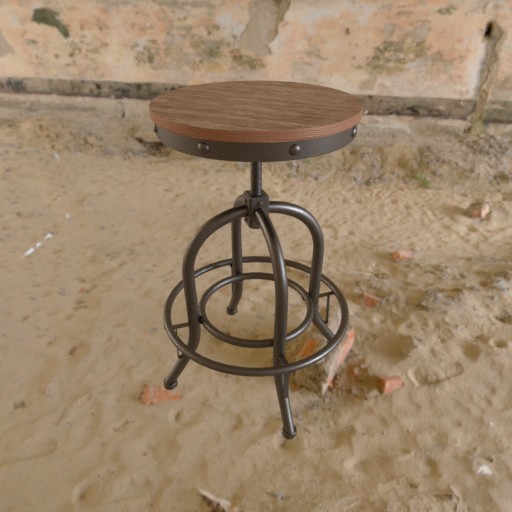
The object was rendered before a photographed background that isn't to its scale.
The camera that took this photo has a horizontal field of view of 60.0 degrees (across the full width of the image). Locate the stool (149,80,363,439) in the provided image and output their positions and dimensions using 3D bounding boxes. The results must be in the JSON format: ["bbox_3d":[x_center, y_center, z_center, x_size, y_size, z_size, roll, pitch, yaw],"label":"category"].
[{"bbox_3d":[0.000,0.000,0.898,0.439,0.609,0.439,-10,33,-16],"label":"stool"}]
